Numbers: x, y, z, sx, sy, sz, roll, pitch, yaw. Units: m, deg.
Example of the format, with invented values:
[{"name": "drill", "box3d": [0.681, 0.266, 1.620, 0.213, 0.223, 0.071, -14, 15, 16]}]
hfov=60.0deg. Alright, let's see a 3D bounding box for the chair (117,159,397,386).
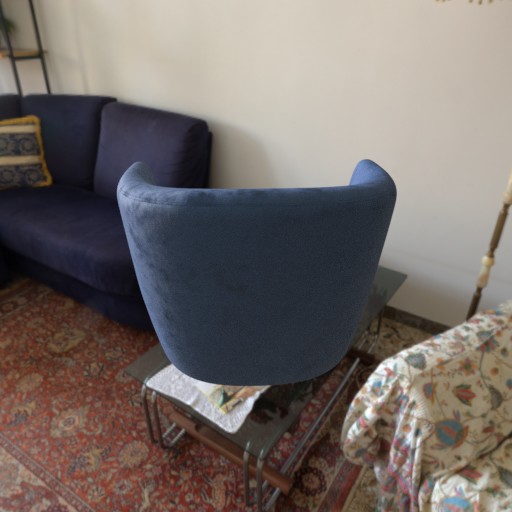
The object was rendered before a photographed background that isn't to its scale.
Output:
[{"name": "chair", "box3d": [0.000, 0.000, 1.366, 0.773, 0.698, 0.767, -1, 30, -2]}]
